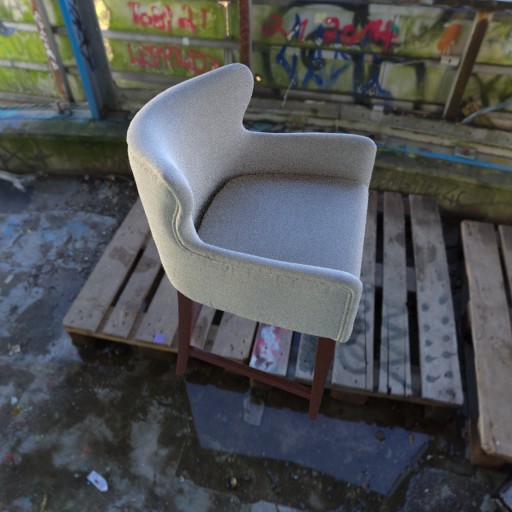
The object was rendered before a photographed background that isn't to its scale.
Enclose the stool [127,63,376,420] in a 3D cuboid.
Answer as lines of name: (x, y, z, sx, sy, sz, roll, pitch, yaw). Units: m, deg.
stool: (0.000, 0.000, 1.425, 0.637, 0.987, 0.615, 10, 47, 9)
